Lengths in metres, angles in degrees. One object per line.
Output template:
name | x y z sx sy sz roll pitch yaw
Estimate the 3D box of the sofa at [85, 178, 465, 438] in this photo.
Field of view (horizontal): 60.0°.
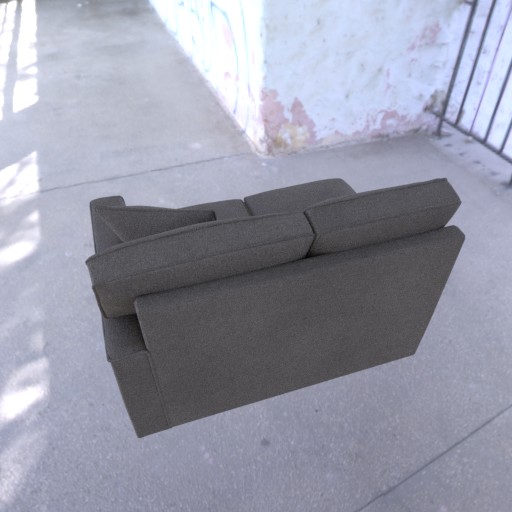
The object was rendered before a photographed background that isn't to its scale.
sofa | 0.000 0.000 2.068 1.388 0.989 0.991 -12 44 -13
